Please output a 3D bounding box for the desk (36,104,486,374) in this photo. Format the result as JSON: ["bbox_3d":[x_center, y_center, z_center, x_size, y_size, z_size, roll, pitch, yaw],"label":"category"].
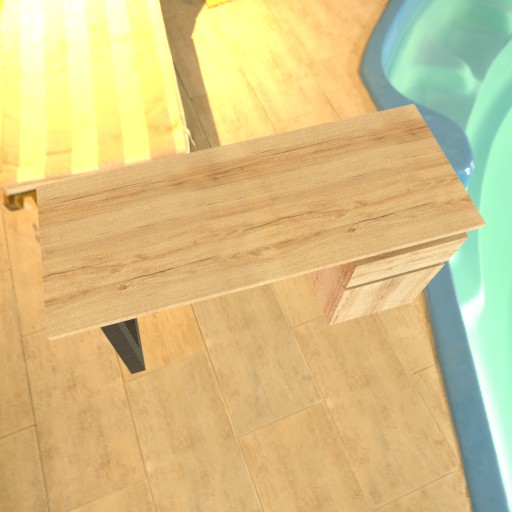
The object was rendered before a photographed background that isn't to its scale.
[{"bbox_3d":[0.000,0.000,1.814,1.400,0.760,0.550,-14,64,-7],"label":"desk"}]
